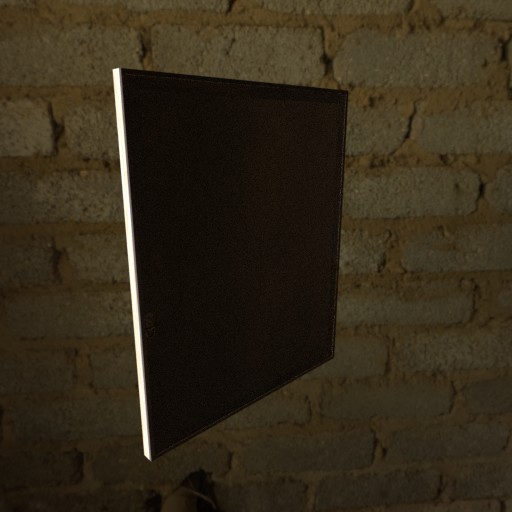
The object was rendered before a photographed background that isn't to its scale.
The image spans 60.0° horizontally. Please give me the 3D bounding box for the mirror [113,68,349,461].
[{"bbox_3d":[0.000,0.000,1.203,0.730,0.882,0.032,-15,22,-42],"label":"mirror"}]
